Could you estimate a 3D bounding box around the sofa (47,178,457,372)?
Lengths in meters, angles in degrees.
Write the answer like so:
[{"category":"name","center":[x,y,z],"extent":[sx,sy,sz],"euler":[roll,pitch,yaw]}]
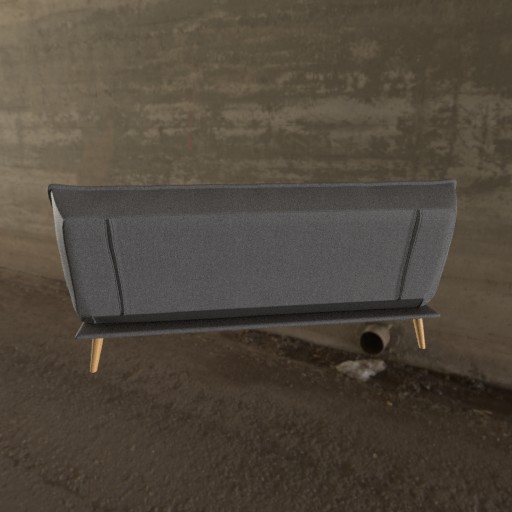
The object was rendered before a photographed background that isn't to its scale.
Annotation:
[{"category":"sofa","center":[0.000,0.000,2.471],"extent":[1.940,0.890,0.950],"euler":[-2,15,-8]}]
